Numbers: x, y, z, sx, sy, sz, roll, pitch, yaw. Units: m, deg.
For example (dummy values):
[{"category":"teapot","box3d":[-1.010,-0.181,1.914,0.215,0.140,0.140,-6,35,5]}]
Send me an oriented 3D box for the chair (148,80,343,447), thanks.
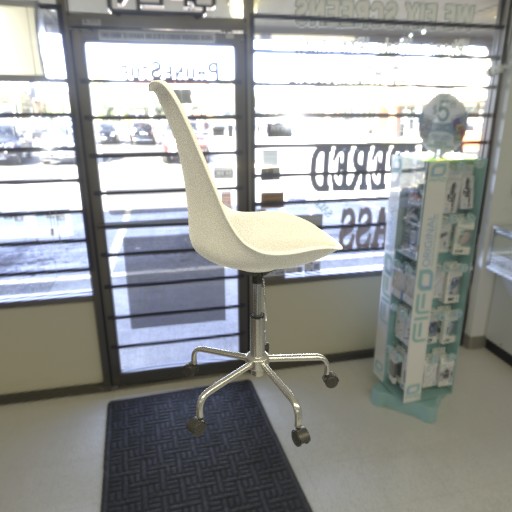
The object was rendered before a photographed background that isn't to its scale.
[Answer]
[{"category":"chair","box3d":[0.000,0.000,1.291,0.550,0.930,0.550,-3,18,-9]}]
